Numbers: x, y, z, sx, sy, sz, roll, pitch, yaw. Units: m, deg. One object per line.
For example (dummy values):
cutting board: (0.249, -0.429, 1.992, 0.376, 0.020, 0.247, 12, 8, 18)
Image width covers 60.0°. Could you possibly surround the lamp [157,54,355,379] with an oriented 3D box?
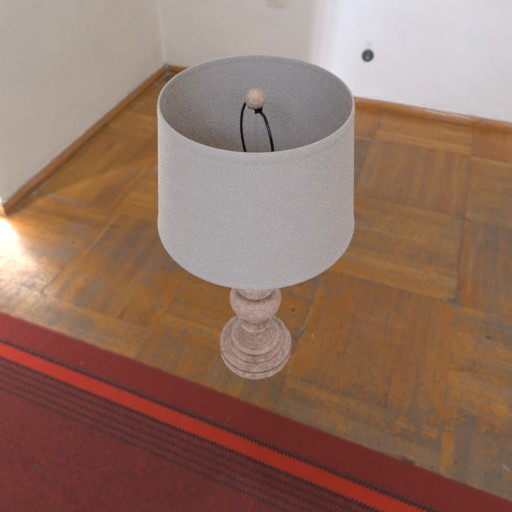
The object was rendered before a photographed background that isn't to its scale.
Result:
lamp: (0.000, 0.000, 0.857, 0.340, 0.678, 0.340, 0, 48, 0)
